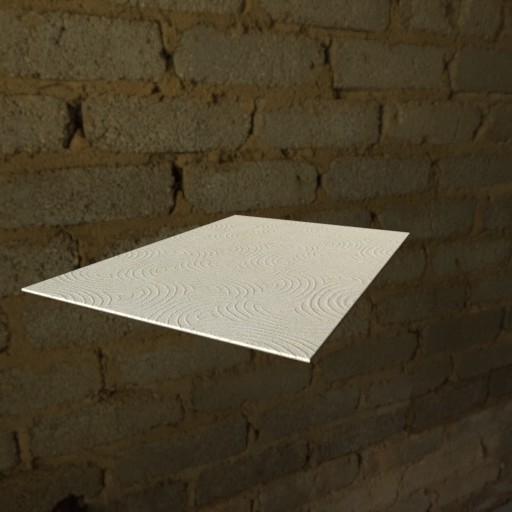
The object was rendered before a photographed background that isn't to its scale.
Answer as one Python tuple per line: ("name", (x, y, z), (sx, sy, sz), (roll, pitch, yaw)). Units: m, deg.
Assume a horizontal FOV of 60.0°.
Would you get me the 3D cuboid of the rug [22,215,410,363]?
("rug", (0.000, 0.000, 2.777), (1.526, 0.015, 2.132), (8, 18, 26))
